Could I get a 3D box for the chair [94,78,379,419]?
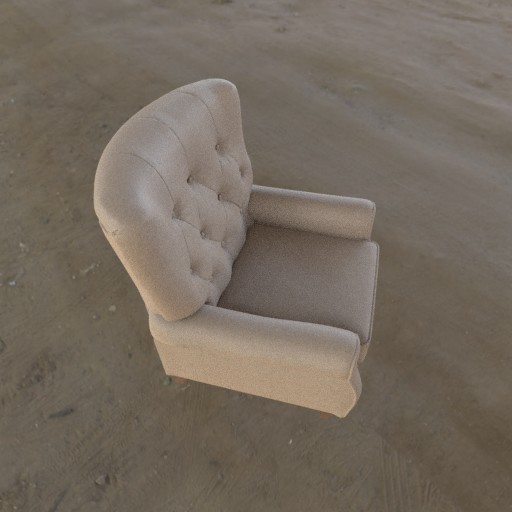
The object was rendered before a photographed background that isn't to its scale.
[{"bbox_3d":[0.000,0.000,1.873,1.041,1.138,0.999,11,47,10],"label":"chair"}]
